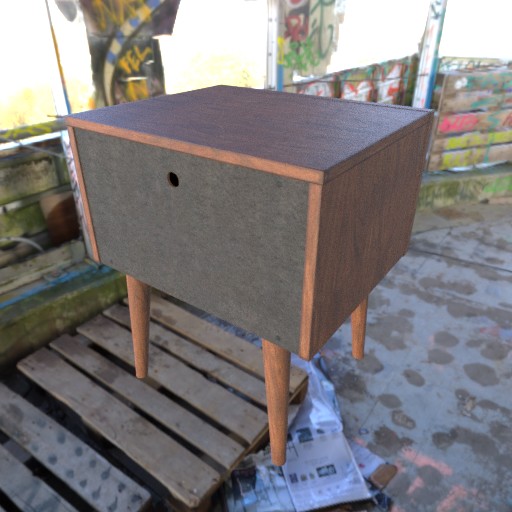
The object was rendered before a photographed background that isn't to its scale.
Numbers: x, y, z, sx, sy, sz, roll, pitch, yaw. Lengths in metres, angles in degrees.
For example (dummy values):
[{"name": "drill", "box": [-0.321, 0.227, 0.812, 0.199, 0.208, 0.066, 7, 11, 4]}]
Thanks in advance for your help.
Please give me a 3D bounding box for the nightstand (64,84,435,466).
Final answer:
[{"name": "nightstand", "box": [0.000, 0.000, 0.960, 0.521, 0.607, 0.445, 20, 35, 31]}]
